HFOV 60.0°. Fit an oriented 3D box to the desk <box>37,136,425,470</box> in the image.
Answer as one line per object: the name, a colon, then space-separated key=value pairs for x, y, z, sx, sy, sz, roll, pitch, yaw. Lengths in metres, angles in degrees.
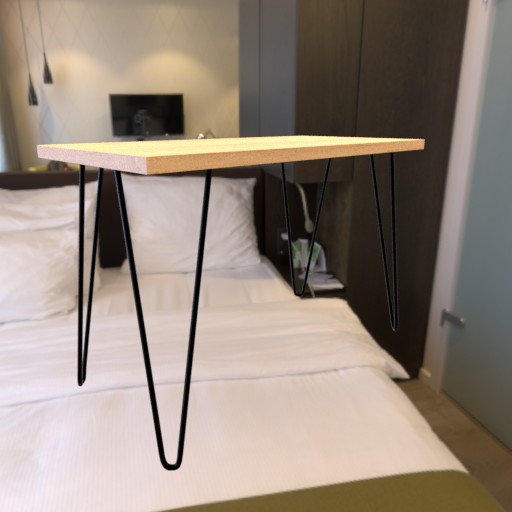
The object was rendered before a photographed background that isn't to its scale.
desk: x=0.000 y=0.000 z=1.324 sx=0.991 sy=0.660 sz=0.499 roll=-16 pitch=23 yaw=-42
